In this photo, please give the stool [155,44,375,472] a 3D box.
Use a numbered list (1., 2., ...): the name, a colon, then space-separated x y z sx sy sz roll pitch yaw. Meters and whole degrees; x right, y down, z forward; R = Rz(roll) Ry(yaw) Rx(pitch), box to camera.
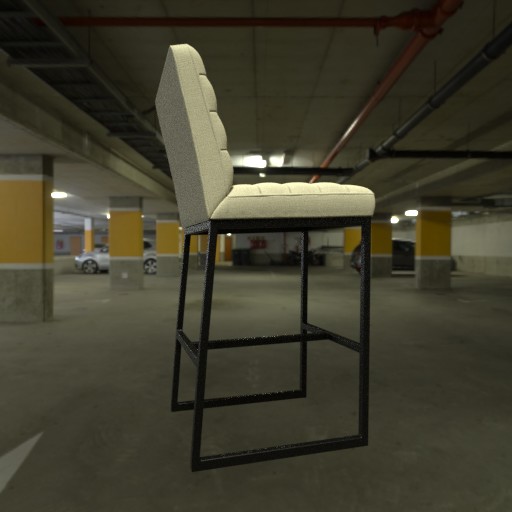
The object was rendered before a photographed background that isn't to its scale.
1. stool: 0.000 0.000 1.343 0.560 1.040 0.460 0 1 -17
